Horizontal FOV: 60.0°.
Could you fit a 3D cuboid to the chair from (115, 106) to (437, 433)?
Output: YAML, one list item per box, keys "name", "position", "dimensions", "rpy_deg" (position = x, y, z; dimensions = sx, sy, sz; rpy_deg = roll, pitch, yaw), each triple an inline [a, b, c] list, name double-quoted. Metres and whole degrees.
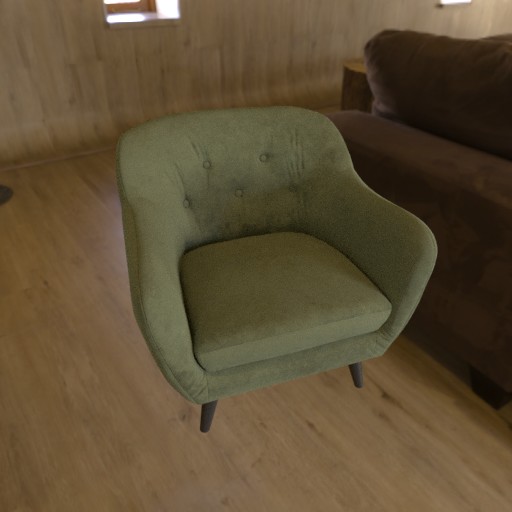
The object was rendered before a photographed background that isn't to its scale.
- name: "chair"
  position: [0.000, 0.000, 1.502]
  dimensions: [0.840, 0.804, 0.819]
  rpy_deg: [-10, 34, -16]
